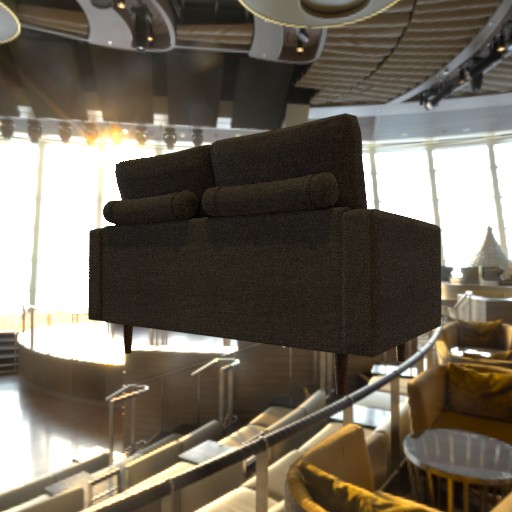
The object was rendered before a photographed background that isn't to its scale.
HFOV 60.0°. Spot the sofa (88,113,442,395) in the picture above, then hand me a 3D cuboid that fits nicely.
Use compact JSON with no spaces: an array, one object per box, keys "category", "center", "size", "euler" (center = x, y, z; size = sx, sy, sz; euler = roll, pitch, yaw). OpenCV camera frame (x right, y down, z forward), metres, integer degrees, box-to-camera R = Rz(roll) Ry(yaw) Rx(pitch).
[{"category":"sofa","center":[0.000,0.000,1.991],"size":[1.407,0.907,0.842],"euler":[0,-1,36]}]
